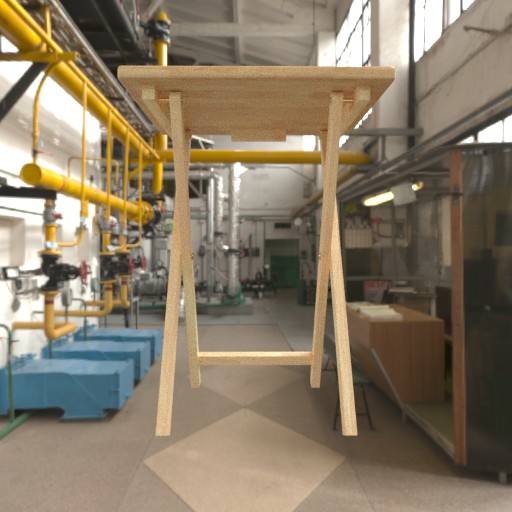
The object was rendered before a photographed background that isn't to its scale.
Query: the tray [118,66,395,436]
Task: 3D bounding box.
[{"bbox_3d":[0.000,0.000,0.956,0.483,0.660,0.381,0,1,0],"label":"tray"}]
